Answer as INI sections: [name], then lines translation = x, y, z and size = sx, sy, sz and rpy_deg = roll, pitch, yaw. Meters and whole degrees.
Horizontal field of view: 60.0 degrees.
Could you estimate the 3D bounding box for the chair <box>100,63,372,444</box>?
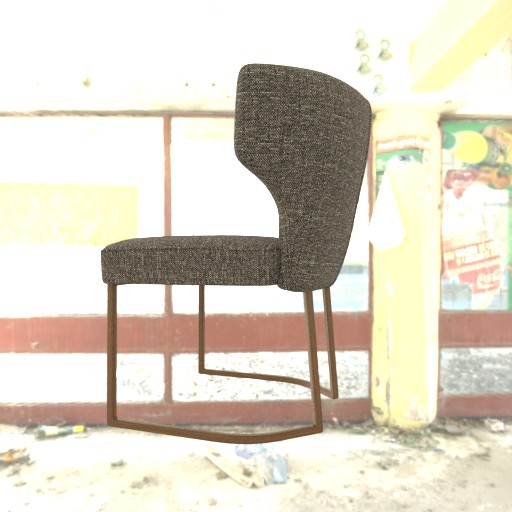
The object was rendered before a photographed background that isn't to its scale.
[chair]
translation = 0.000, 0.000, 1.220
size = 0.617, 0.824, 0.611
rpy_deg = 0, 0, 19
